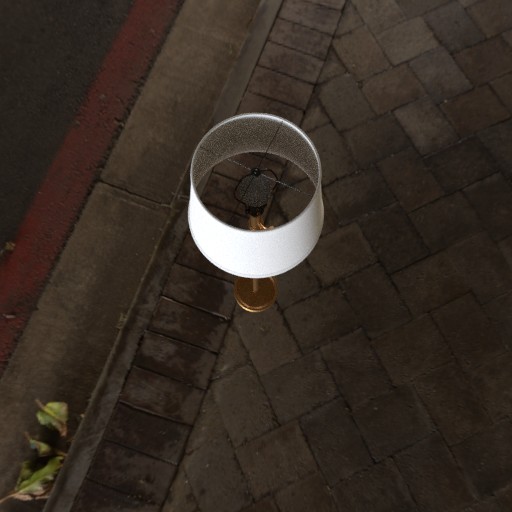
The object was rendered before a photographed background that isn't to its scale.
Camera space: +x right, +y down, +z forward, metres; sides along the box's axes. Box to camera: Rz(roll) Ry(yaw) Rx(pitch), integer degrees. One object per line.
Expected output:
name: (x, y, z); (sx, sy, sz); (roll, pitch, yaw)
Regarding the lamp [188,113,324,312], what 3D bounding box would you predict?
lamp: (0.000, 0.000, 0.807); (0.178, 0.710, 0.178); (0, 75, 0)
